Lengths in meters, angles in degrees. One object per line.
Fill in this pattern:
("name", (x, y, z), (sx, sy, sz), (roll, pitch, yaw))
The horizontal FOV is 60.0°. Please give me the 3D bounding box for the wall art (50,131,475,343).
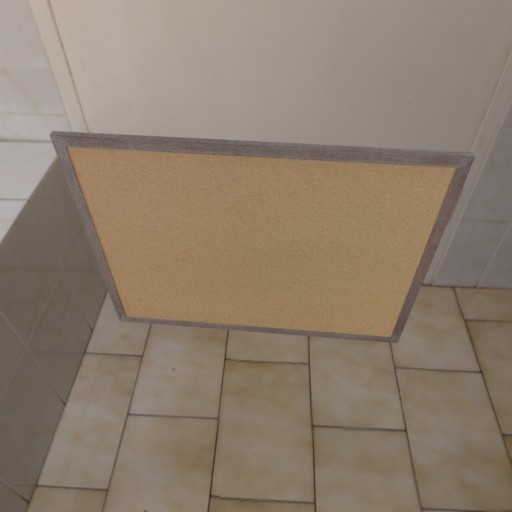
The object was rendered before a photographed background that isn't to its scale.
("wall art", (0.000, 0.000, 1.335), (1.012, 0.774, 0.019), (4, 46, 4))
